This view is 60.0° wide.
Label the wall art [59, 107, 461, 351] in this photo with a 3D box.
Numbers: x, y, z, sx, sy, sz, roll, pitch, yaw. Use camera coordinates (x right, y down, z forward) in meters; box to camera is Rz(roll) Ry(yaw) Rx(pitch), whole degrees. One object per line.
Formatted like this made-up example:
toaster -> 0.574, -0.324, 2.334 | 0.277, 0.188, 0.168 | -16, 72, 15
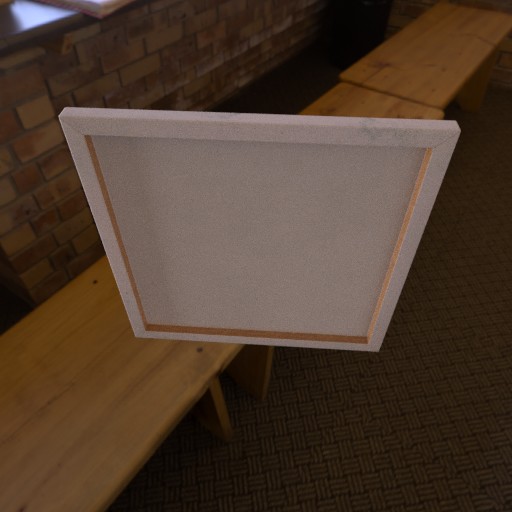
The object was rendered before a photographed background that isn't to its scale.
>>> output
wall art -> 0.000, 0.000, 1.123 | 0.762, 0.762, 0.038 | 3, 46, 3
